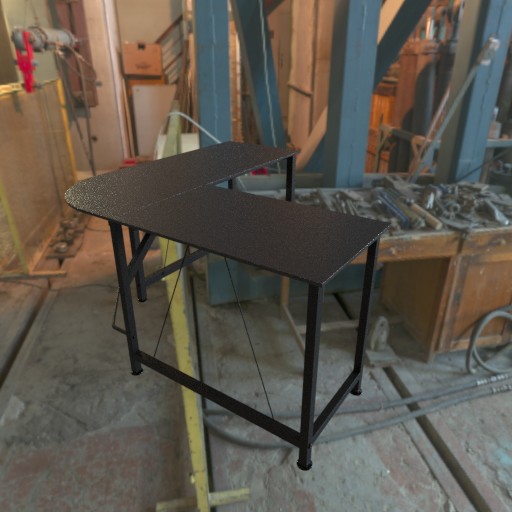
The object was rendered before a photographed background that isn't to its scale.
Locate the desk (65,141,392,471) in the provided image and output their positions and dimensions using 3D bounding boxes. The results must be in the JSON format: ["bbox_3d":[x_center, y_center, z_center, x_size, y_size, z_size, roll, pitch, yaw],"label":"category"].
[{"bbox_3d":[0.000,0.000,2.217,1.400,0.762,1.400,17,30,31],"label":"desk"}]
